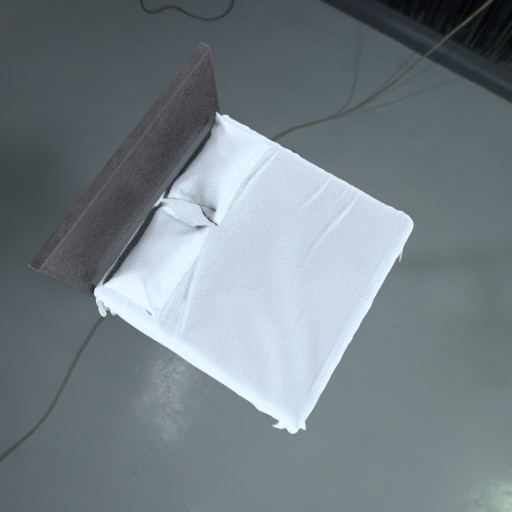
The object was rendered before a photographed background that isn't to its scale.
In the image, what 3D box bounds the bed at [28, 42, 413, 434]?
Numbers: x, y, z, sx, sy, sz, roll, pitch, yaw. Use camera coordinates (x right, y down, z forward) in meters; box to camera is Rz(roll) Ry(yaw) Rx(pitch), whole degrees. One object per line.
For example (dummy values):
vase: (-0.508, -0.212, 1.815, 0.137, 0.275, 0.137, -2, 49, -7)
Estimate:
bed: (0.000, 0.000, 2.883, 1.785, 1.142, 1.772, 31, 77, 8)
